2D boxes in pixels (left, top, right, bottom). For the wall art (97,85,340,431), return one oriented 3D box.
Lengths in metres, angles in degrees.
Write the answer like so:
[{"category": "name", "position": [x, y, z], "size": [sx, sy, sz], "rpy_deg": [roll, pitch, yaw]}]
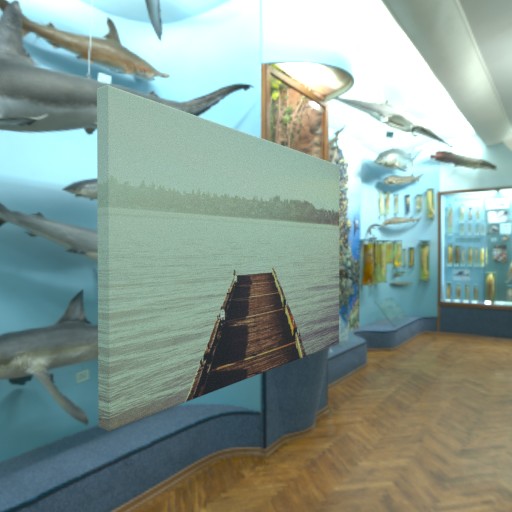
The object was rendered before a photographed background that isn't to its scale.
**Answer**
[{"category": "wall art", "position": [0.000, 0.000, 1.450], "size": [0.040, 0.765, 1.149], "rpy_deg": [1, 1, 37]}]
